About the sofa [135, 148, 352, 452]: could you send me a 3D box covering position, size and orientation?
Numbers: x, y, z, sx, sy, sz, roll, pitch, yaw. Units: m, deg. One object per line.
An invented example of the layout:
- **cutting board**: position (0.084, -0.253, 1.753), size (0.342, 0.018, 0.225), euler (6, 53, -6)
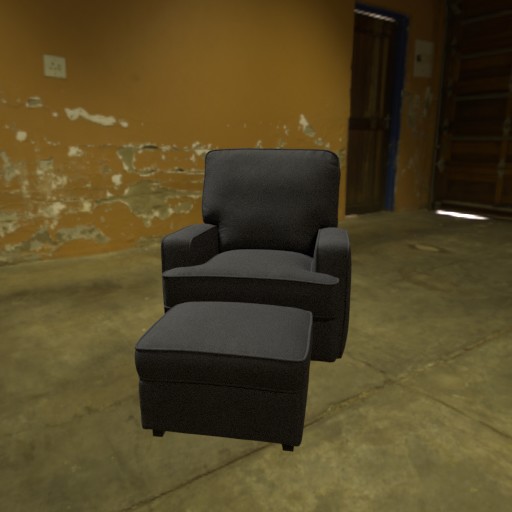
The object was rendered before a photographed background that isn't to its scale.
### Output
- **sofa**: position (0.000, 0.000, 2.022), size (0.861, 0.959, 1.472), euler (2, 14, 9)
